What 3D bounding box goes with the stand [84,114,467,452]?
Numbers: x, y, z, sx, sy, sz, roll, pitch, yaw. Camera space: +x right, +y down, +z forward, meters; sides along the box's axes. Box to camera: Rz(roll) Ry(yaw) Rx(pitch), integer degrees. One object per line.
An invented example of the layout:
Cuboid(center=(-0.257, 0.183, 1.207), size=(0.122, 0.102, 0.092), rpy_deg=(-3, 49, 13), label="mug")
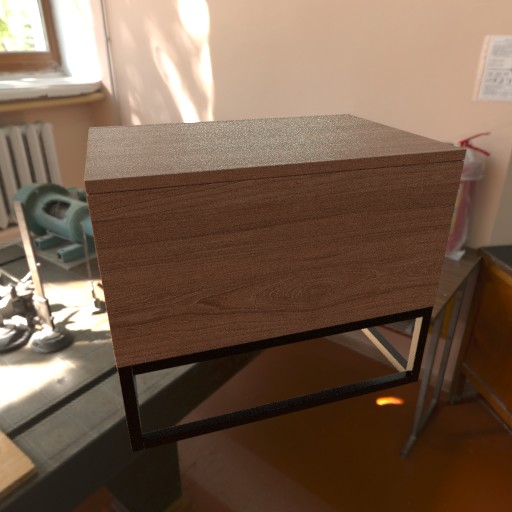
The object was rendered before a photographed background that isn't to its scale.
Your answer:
Cuboid(center=(0.000, 0.000, 0.942), size=(0.600, 0.500, 0.420), rpy_deg=(-8, 27, -16), label="stand")
